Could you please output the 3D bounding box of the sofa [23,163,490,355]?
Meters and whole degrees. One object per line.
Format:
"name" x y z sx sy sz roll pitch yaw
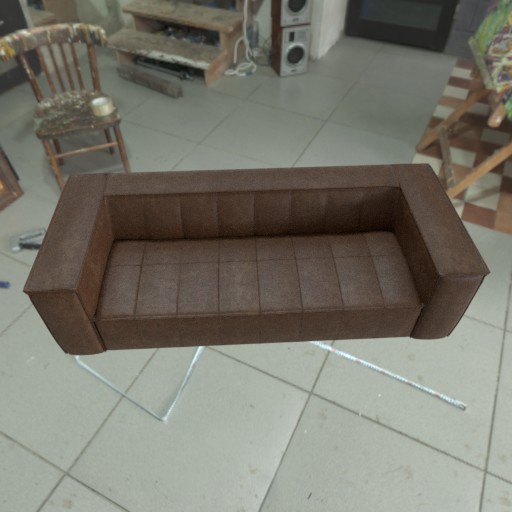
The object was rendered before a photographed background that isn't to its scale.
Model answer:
"sofa" 0.000 0.000 2.992 2.581 0.701 1.102 -2 47 -2
